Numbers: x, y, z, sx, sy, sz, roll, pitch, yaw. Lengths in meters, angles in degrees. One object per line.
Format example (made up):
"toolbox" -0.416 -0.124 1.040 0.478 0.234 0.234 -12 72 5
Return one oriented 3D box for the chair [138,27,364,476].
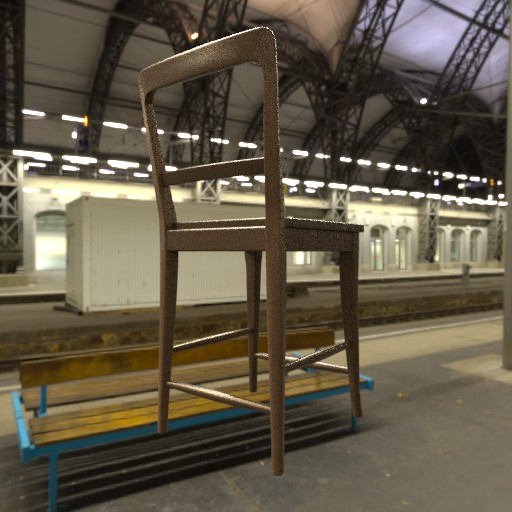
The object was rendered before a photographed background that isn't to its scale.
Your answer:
"chair" 0.000 0.000 1.268 0.450 0.991 0.546 1 1 36
